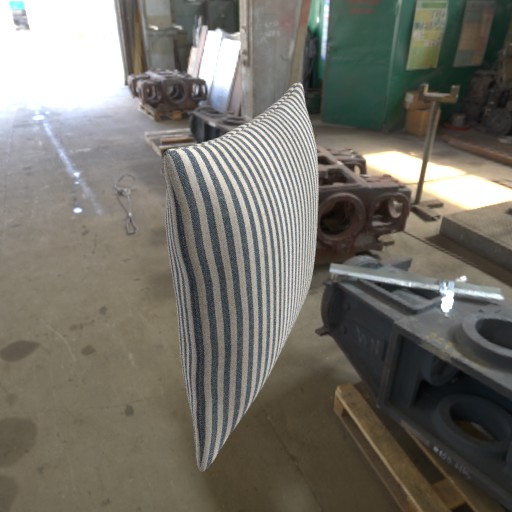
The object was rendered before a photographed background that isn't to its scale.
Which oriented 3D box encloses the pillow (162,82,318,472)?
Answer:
[{"bbox_3d":[0.000,0.000,0.784,0.166,0.510,0.523,10,31,18],"label":"pillow"}]
